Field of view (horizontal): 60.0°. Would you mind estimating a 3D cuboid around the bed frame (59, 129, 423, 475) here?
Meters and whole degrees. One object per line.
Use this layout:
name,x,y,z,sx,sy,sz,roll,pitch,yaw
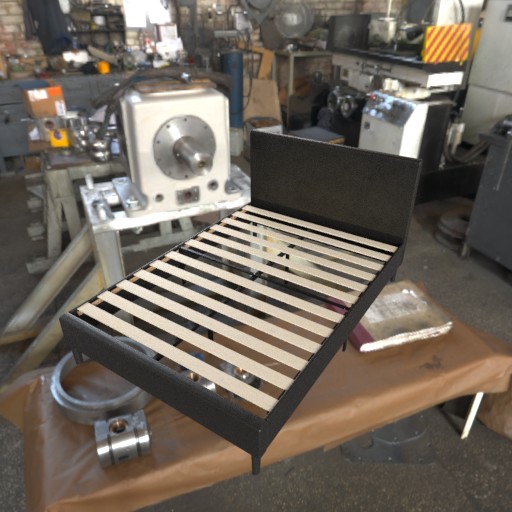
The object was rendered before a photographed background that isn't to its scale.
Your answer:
bed frame,0.000,0.000,3.043,1.469,1.046,2.152,19,36,28
